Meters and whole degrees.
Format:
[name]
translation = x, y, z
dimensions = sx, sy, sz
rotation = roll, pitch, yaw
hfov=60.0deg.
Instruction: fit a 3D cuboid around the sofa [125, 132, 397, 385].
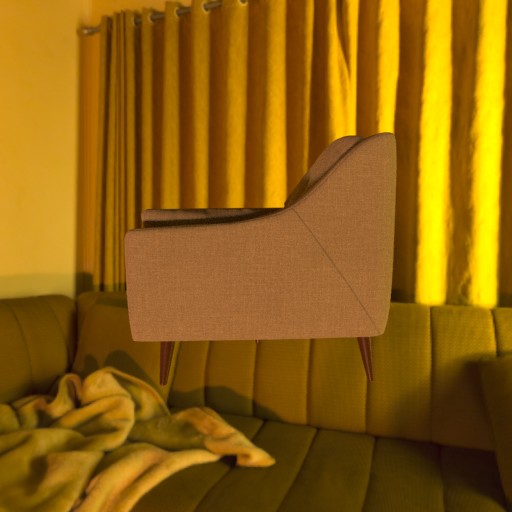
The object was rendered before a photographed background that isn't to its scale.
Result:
[sofa]
translation = 0.000, 0.000, 2.232
dimensions = 0.965, 0.888, 1.652
rotation = 0, 1, -1
